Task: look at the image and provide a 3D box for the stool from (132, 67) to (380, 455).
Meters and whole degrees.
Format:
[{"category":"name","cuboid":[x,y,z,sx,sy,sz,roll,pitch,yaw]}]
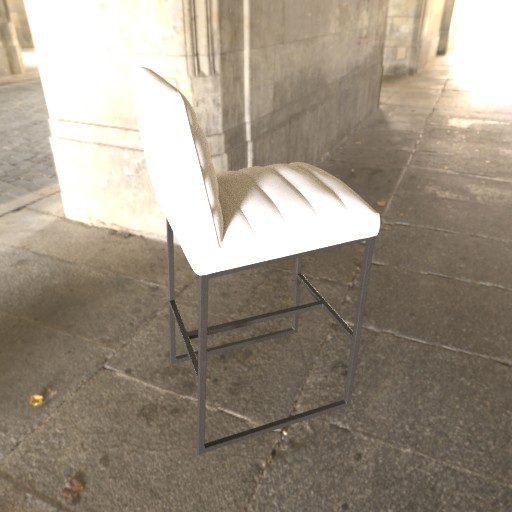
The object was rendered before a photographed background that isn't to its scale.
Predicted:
[{"category":"stool","cuboid":[0.000,0.000,1.362,0.573,1.061,0.464,-11,31,-18]}]
